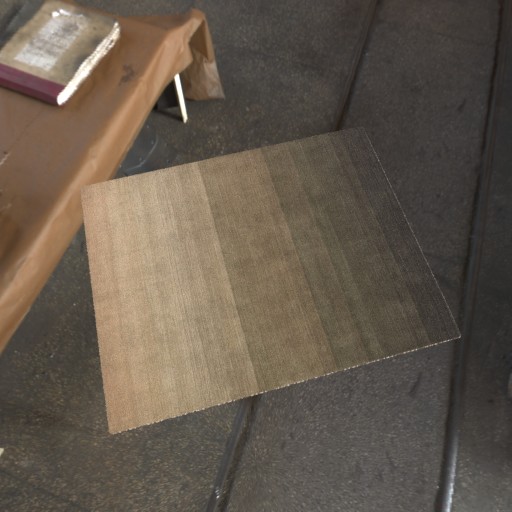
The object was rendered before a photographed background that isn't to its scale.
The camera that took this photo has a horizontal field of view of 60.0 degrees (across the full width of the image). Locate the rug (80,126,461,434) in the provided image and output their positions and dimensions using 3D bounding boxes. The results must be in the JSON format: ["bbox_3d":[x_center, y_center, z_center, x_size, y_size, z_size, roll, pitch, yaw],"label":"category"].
[{"bbox_3d":[0.000,0.000,3.960,2.902,0.017,2.306,-14,66,-6],"label":"rug"}]
